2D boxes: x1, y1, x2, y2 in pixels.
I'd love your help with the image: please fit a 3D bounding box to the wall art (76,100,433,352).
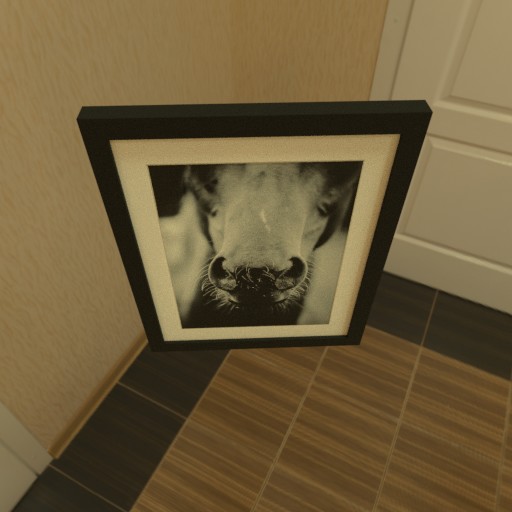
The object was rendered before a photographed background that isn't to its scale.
[{"bbox_3d":[0.000,0.000,0.781,0.457,0.559,0.033,-2,47,-2],"label":"wall art"}]
